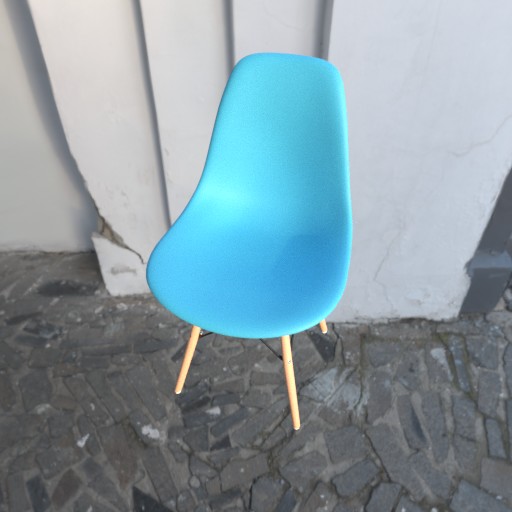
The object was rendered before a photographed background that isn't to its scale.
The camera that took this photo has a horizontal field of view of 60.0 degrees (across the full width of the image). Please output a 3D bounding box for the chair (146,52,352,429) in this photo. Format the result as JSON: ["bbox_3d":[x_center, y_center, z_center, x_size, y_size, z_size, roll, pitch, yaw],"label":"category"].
[{"bbox_3d":[0.000,0.000,1.124,0.470,0.826,0.531,12,42,14],"label":"chair"}]
